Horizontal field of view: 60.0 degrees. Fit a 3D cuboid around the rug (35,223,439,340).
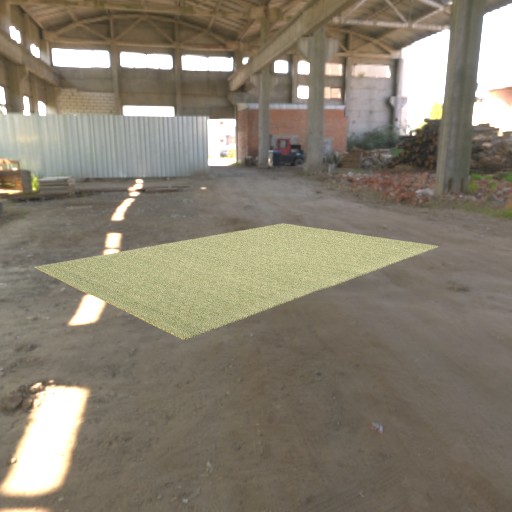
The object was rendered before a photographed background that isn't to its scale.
[{"bbox_3d":[0.000,0.000,2.249,1.143,0.006,1.747,13,18,43],"label":"rug"}]
